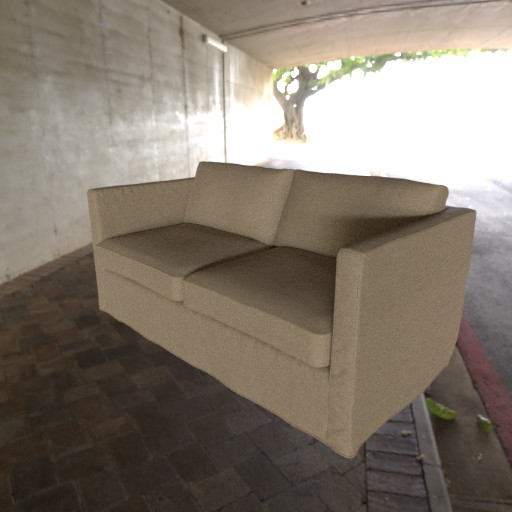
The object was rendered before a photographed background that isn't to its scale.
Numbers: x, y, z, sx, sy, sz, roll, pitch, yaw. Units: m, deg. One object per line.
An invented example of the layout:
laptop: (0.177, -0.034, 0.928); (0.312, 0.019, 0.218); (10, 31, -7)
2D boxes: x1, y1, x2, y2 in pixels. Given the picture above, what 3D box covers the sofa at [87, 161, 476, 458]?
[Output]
sofa: (0.000, 0.000, 2.229); (1.766, 0.828, 0.956); (16, 23, 42)
